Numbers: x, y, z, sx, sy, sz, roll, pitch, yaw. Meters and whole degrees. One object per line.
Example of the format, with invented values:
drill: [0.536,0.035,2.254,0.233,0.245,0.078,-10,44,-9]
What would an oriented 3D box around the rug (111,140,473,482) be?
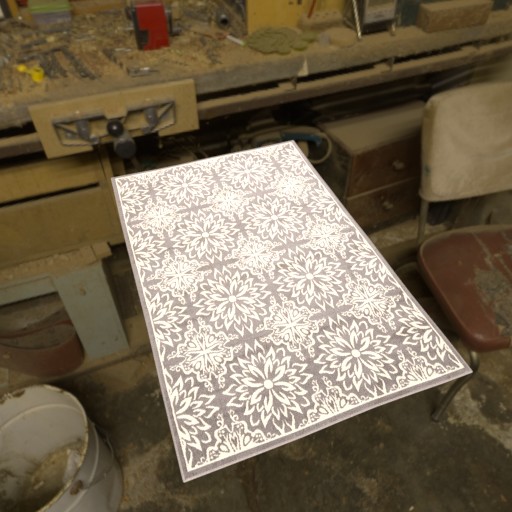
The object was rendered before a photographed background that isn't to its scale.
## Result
rug: [0.000,0.000,2.272,1.224,0.012,1.847,-15,49,-14]
